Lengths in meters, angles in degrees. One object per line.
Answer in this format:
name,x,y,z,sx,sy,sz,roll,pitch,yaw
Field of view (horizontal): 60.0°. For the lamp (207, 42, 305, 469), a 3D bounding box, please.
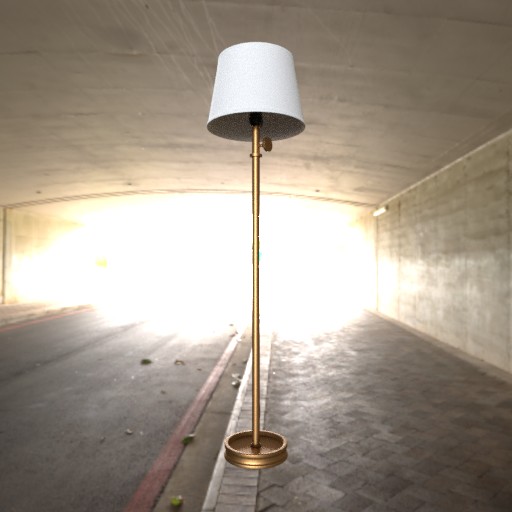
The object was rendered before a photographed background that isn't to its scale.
lamp,0.000,0.000,0.799,0.178,0.710,0.178,0,-1,0
